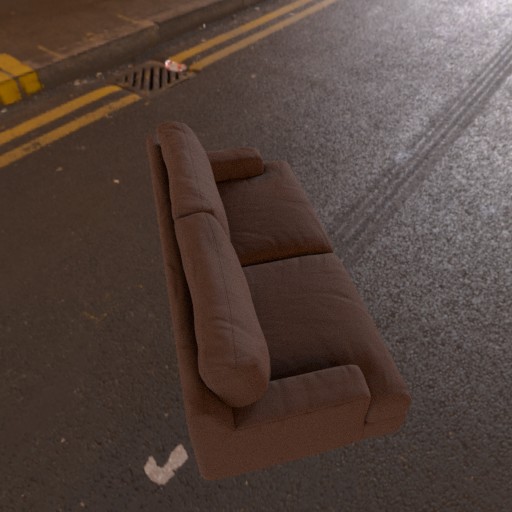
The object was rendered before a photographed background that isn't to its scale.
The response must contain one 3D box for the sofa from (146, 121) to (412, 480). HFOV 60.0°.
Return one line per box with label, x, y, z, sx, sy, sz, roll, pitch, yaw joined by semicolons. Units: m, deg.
sofa;0.000;0.000;2.832;1.140;0.950;2.274;-10;46;-10
